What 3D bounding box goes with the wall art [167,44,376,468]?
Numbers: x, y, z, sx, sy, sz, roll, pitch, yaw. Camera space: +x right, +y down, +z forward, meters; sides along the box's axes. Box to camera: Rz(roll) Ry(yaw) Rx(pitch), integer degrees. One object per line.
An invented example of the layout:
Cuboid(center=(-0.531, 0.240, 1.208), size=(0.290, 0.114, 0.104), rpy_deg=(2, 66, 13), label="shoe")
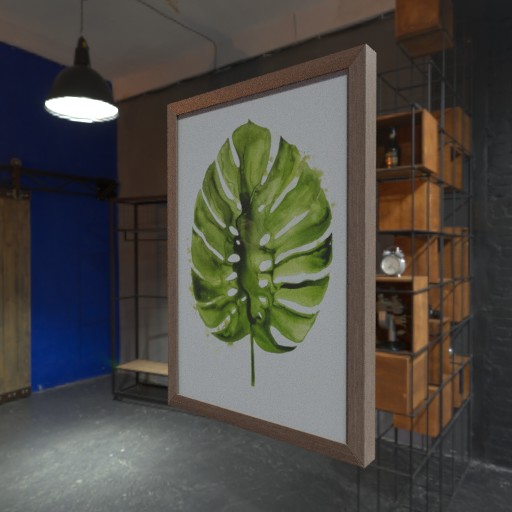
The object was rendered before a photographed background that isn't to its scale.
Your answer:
Cuboid(center=(0.000, 0.000, 0.655), size=(0.358, 0.510, 0.032), rpy_deg=(1, 1, 38), label="wall art")
